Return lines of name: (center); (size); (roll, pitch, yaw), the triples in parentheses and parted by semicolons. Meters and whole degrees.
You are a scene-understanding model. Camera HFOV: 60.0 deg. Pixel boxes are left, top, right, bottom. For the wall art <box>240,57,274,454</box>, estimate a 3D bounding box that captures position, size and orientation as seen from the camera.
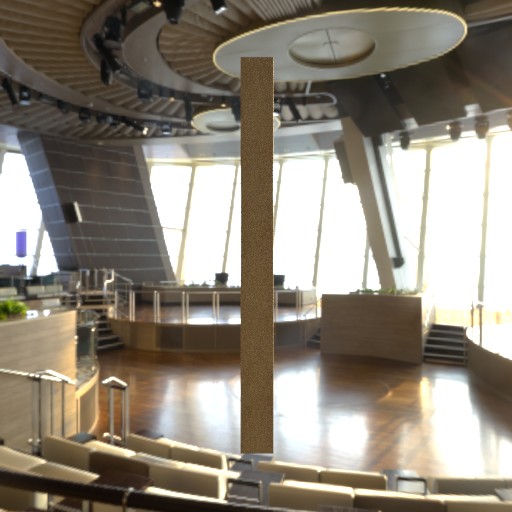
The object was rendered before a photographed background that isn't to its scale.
wall art: (0.000, 0.000, 0.691); (0.032, 0.380, 0.532); (0, 0, 0)
